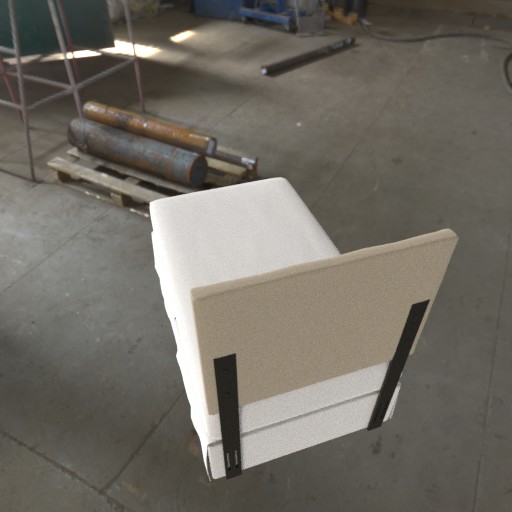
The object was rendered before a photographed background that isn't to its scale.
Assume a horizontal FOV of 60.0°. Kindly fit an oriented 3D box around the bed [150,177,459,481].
[{"bbox_3d":[0.000,0.000,2.911,1.261,1.571,1.997,-13,44,-14],"label":"bed"}]
